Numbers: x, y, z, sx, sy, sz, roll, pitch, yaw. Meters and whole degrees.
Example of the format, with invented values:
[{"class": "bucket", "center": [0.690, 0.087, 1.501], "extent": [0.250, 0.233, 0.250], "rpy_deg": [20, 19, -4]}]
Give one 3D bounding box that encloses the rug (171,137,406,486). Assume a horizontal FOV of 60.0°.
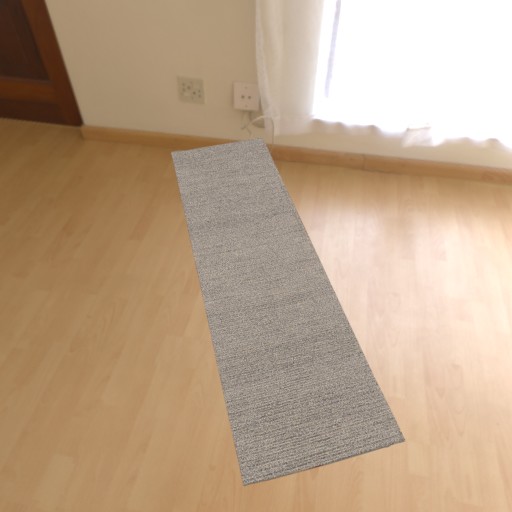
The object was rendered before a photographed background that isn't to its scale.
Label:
[{"class": "rug", "center": [0.000, 0.000, 2.527], "extent": [0.692, 0.032, 2.320], "rpy_deg": [-11, 49, -10]}]
